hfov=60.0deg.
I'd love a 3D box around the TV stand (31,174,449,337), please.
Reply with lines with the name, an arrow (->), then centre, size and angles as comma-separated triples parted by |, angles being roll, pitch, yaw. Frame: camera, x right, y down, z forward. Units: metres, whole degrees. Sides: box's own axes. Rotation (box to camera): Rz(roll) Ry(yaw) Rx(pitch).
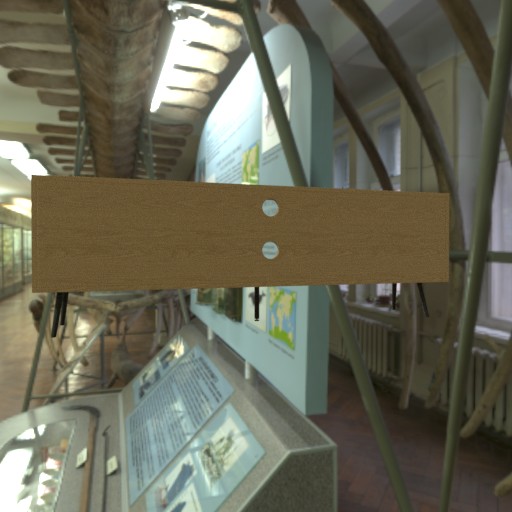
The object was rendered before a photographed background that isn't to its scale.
TV stand -> 0.000, 0.000, 1.995 | 1.760, 0.580, 0.400 | 0, 1, -17
